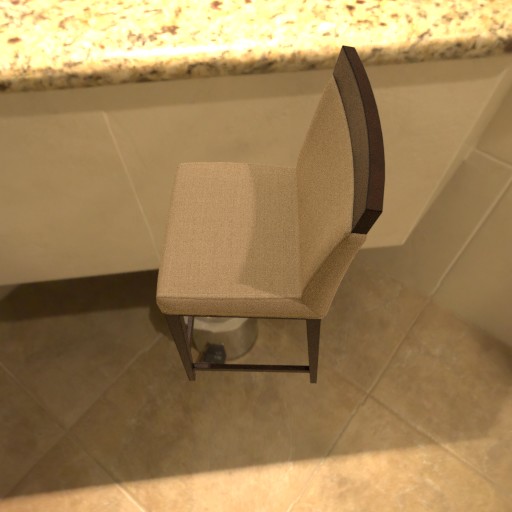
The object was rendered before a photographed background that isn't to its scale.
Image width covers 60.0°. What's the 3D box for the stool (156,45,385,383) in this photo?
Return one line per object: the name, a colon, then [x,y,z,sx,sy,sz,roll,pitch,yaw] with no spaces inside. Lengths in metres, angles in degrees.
stool: [0.000,0.000,1.407,0.531,1.117,0.511,1,57,1]
